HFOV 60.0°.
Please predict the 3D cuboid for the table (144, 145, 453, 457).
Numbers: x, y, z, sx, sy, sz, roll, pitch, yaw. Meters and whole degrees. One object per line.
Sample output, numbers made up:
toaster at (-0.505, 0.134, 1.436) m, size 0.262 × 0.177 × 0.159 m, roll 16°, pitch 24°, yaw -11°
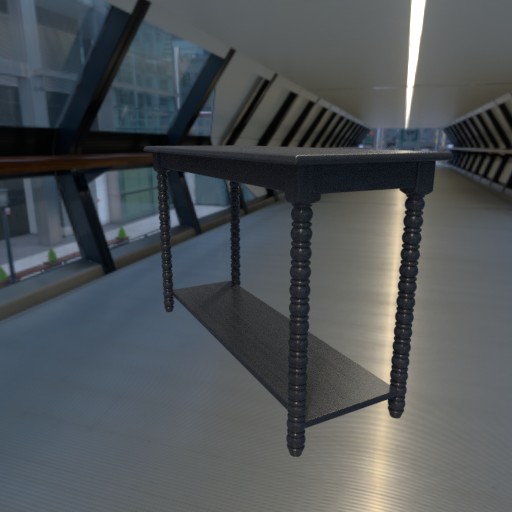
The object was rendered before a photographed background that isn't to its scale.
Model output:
table at (0.000, 0.000, 1.557) m, size 0.459 × 0.735 × 1.184 m, roll -8°, pitch 17°, yaw -27°
